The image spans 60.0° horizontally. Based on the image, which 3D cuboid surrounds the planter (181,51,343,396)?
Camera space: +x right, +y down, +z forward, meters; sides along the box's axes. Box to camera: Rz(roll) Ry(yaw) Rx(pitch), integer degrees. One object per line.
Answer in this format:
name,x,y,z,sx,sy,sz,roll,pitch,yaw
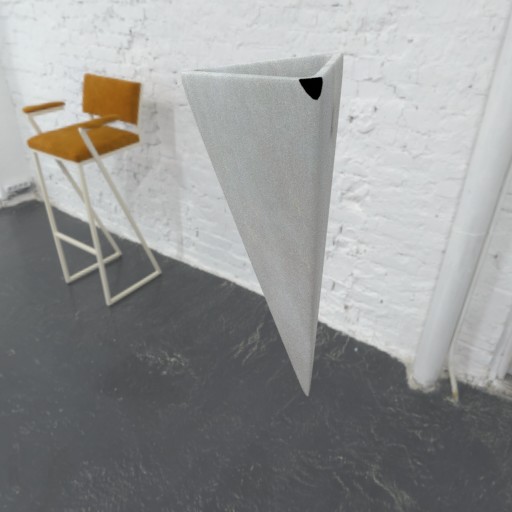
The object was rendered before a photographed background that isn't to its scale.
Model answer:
planter,0.000,0.000,0.159,0.047,0.130,0.058,7,31,13
